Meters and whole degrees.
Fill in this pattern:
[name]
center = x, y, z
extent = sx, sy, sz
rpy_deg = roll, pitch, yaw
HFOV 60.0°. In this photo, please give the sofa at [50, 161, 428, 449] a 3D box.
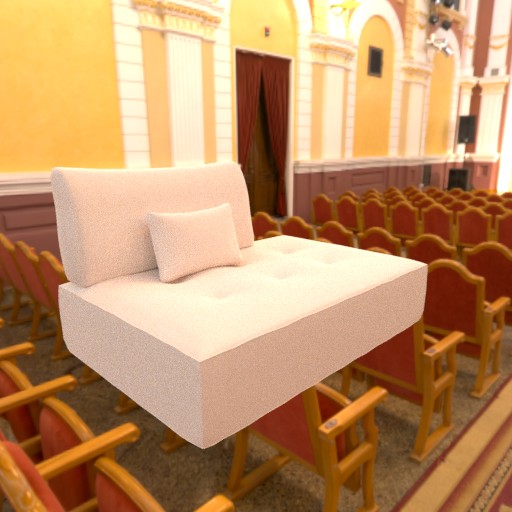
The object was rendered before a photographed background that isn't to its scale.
[sofa]
center = 0.000, 0.000, 2.042
extent = 1.000, 0.820, 1.450
rpy_deg = 14, 20, 43
